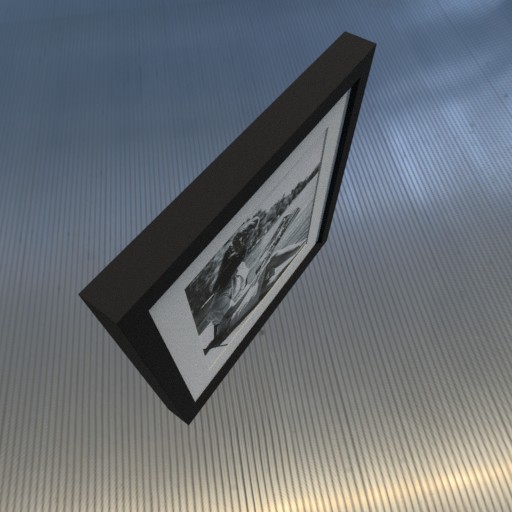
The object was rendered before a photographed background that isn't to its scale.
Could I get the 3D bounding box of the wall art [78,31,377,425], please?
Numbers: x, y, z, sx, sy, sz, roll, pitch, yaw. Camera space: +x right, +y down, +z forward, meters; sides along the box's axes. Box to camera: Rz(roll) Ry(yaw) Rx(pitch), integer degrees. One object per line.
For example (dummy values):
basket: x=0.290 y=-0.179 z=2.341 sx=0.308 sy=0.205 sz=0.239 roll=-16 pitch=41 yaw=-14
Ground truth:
wall art: x=0.000 y=0.000 z=0.443 sx=0.030 sy=0.305 sz=0.308 roll=31 pitch=64 yaw=17
